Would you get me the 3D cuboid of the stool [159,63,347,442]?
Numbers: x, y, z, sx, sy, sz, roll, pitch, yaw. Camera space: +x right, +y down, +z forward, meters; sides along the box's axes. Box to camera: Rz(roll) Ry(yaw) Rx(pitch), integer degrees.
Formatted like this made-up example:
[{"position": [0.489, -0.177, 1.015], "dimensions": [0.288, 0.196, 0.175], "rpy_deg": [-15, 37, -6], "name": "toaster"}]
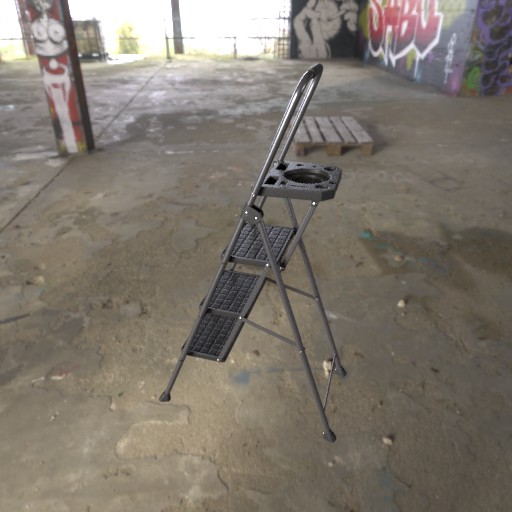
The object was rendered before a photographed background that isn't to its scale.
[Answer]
[{"position": [0.000, 0.000, 1.599], "dimensions": [0.733, 1.277, 0.396], "rpy_deg": [8, 30, 14], "name": "stool"}]
